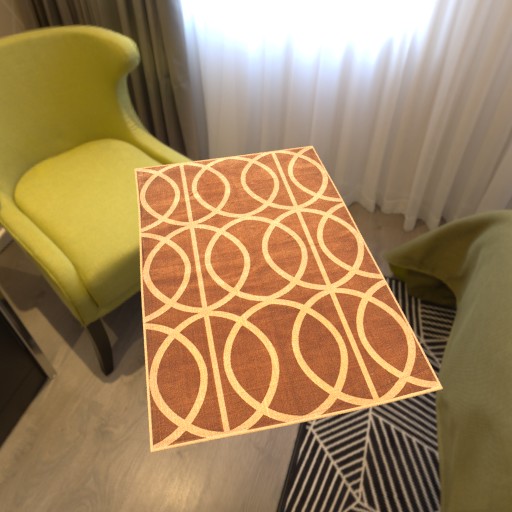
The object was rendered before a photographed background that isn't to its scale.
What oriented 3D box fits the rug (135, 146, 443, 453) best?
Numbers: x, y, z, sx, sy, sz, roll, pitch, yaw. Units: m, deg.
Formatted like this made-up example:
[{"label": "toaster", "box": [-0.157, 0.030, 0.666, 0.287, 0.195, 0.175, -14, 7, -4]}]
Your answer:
[{"label": "rug", "box": [0.000, 0.000, 2.963, 1.526, 0.014, 2.290, -9, 48, -8]}]
